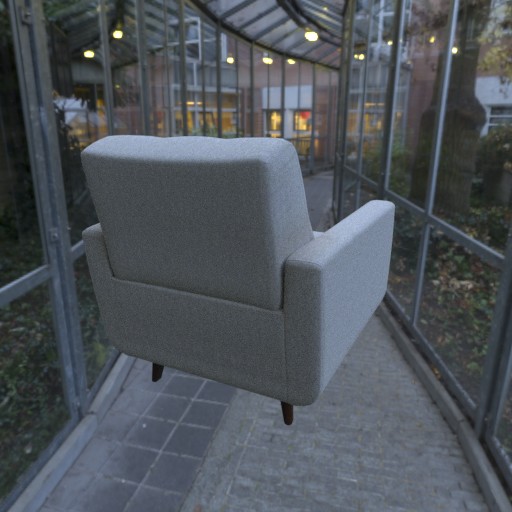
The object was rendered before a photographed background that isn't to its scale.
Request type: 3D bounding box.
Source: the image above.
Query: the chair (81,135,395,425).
[{"bbox_3d":[0.000,0.000,1.807,0.897,0.965,1.128,8,19,26],"label":"chair"}]
